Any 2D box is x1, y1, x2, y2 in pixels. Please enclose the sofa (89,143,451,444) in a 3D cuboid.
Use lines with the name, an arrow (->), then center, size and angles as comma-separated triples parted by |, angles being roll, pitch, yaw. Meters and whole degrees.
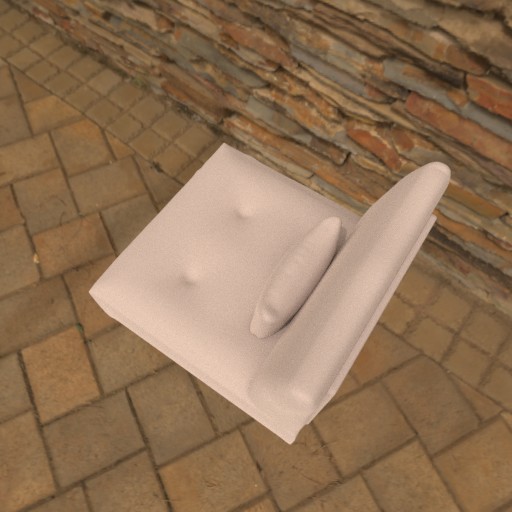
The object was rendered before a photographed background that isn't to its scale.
sofa -> 0.000, 0.000, 1.720 | 1.000, 0.828, 0.935 | 31, 67, 15
